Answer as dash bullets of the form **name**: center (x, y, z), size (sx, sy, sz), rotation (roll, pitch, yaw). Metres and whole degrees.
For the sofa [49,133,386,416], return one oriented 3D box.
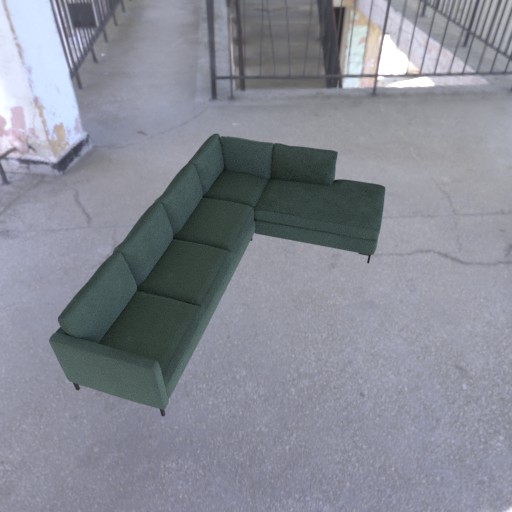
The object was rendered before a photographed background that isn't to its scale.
- **sofa**: center (0.000, 0.000, 3.281), size (1.707, 0.687, 2.486), rotation (12, 43, 13)
